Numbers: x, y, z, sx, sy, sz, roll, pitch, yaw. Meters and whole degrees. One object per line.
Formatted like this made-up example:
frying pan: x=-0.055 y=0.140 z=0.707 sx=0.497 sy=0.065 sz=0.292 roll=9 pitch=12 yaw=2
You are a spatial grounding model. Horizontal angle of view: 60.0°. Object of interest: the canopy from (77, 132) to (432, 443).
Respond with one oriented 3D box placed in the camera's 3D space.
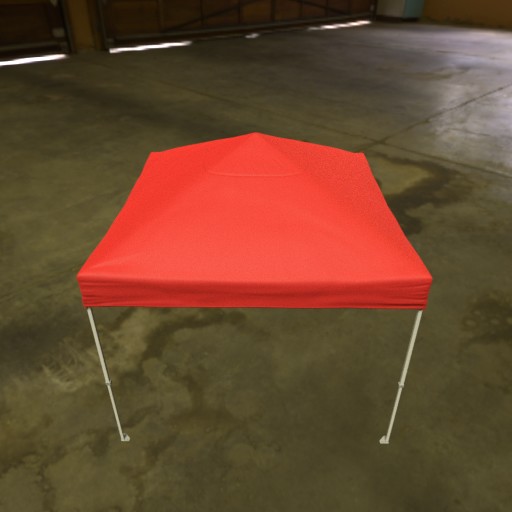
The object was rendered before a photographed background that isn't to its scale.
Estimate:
canopy: x=0.000 y=0.000 z=5.336 sx=2.998 sy=2.997 sz=2.996 roll=0 pitch=33 yaw=1
